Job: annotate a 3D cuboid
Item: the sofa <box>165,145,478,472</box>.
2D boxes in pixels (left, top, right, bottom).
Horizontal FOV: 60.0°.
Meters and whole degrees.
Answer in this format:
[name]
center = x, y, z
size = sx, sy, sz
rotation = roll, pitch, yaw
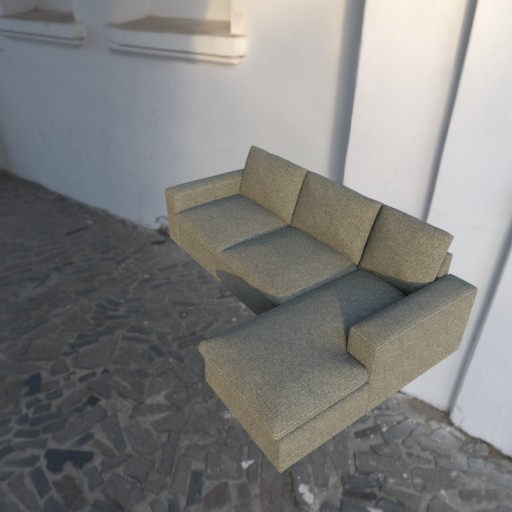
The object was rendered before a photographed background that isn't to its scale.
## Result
[sofa]
center = 0.000, 0.000, 3.521
size = 1.689, 0.940, 2.718
rotation = -21, 37, -29
